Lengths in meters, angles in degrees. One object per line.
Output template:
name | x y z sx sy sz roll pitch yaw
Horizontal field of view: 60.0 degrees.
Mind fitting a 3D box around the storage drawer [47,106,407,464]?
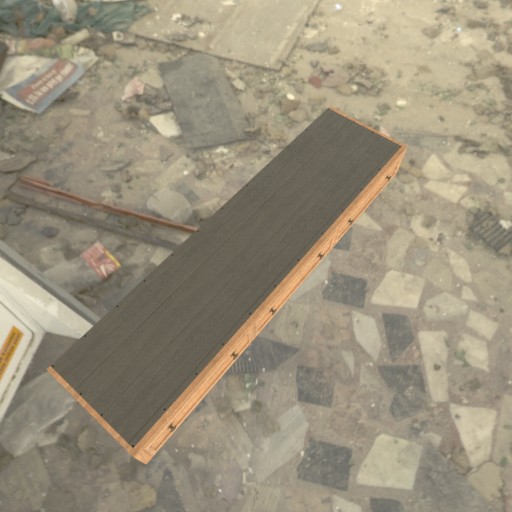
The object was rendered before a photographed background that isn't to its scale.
storage drawer | 0.000 0.000 2.230 0.538 0.264 2.032 35 65 19
